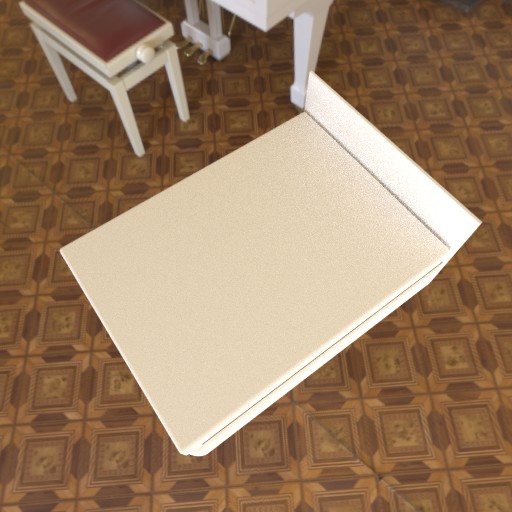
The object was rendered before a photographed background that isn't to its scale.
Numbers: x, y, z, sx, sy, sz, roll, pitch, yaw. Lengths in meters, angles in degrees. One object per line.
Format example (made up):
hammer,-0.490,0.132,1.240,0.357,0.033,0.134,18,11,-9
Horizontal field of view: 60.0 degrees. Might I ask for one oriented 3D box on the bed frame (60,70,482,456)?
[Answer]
bed frame,0.000,0.000,2.671,1.900,0.800,1.400,-33,68,-16
